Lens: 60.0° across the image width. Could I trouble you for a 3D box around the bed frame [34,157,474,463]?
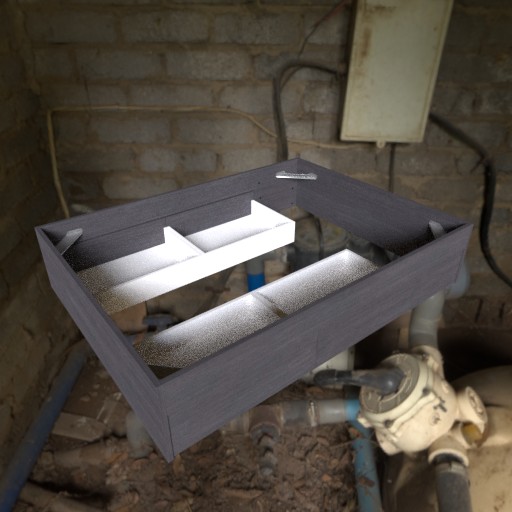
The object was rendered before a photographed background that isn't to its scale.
[{"bbox_3d":[0.000,0.000,2.545,1.944,0.459,1.448,-22,37,-32],"label":"bed frame"}]
